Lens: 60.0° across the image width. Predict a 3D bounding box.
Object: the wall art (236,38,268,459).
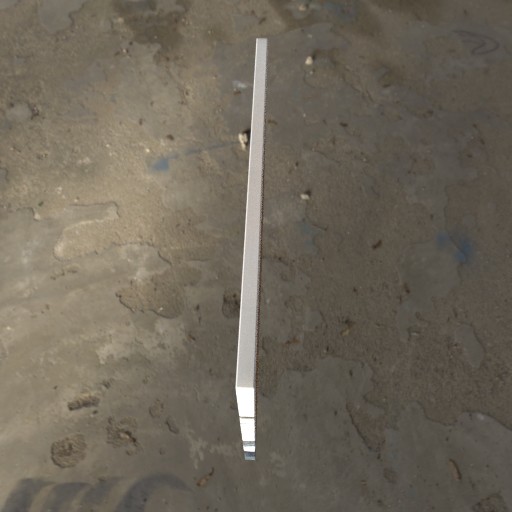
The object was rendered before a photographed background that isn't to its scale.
[{"bbox_3d":[0.000,0.000,1.599,0.039,0.915,1.219,2,57,1],"label":"wall art"}]
